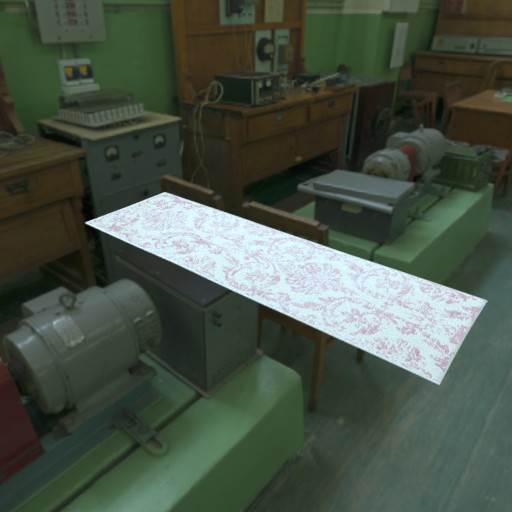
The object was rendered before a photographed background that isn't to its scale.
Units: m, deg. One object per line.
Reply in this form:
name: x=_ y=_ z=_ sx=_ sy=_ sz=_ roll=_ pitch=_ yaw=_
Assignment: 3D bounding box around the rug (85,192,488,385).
rug: x=0.000 y=0.000 z=2.402 sx=2.196 sy=0.011 sz=0.662 roll=21 pitch=36 yaw=32
